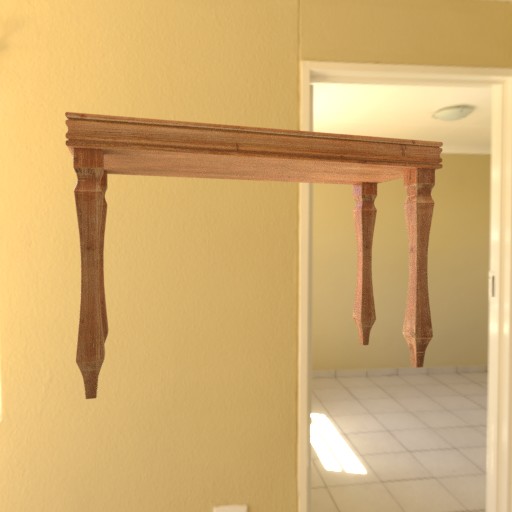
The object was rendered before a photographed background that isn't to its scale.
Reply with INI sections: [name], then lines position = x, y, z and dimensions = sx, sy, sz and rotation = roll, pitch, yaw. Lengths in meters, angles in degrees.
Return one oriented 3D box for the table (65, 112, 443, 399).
[table]
position = 0.000, 0.000, 1.755
dimensions = 1.330, 0.873, 0.522
rotation = 0, 2, -17
